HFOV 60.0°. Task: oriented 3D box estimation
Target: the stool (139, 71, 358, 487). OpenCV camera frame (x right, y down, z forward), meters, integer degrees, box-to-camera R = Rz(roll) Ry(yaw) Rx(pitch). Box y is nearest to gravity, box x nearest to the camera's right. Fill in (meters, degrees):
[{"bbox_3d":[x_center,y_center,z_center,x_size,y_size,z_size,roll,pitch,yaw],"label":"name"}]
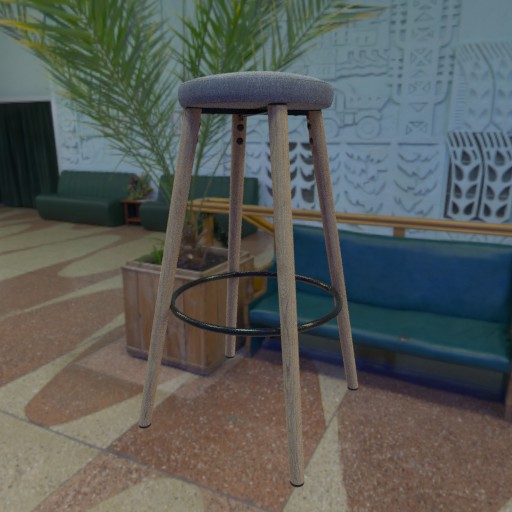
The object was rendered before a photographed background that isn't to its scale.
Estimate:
[{"bbox_3d":[0.000,0.000,1.010,0.410,0.770,0.410,8,16,27],"label":"stool"}]
